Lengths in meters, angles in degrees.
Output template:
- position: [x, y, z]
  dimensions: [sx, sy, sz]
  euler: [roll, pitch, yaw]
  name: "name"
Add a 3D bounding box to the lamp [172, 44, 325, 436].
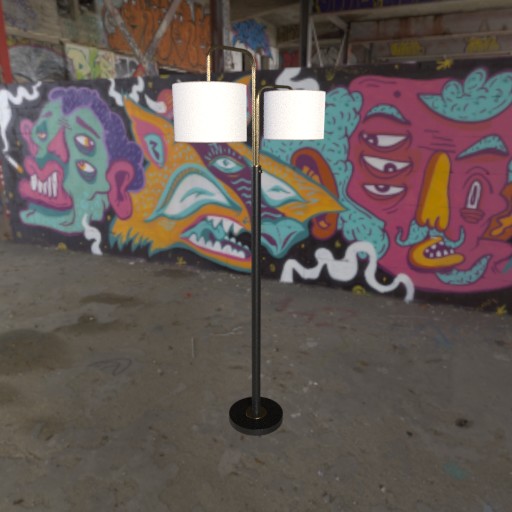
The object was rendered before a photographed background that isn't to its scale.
- position: [0.000, 0.000, 1.867]
  dimensions: [0.254, 1.587, 0.711]
  euler: [15, 22, 42]
  name: "lamp"
